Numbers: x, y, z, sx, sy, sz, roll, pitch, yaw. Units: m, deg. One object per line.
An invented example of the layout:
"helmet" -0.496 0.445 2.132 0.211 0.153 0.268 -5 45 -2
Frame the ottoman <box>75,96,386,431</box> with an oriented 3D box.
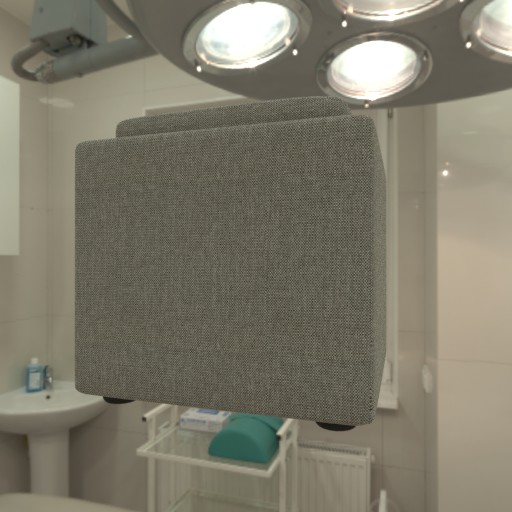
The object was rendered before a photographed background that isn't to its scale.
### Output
"ottoman" 0.000 0.000 0.818 0.450 0.460 0.450 0 0 18
